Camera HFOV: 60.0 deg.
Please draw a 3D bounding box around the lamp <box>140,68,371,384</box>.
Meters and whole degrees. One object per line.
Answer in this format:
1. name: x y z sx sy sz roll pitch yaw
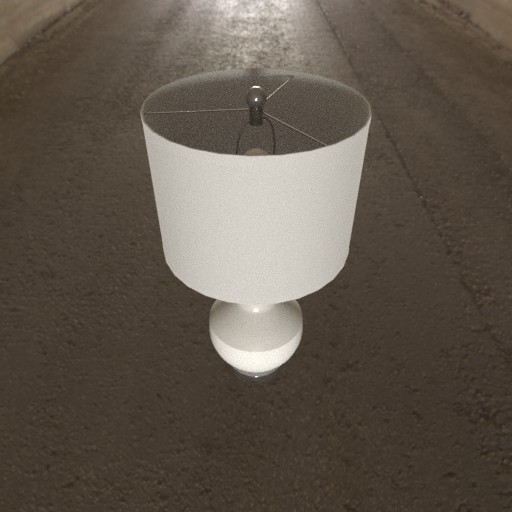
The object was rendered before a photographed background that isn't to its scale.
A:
1. lamp: 0.000 0.000 0.893 0.357 0.673 0.357 -25 46 -27
